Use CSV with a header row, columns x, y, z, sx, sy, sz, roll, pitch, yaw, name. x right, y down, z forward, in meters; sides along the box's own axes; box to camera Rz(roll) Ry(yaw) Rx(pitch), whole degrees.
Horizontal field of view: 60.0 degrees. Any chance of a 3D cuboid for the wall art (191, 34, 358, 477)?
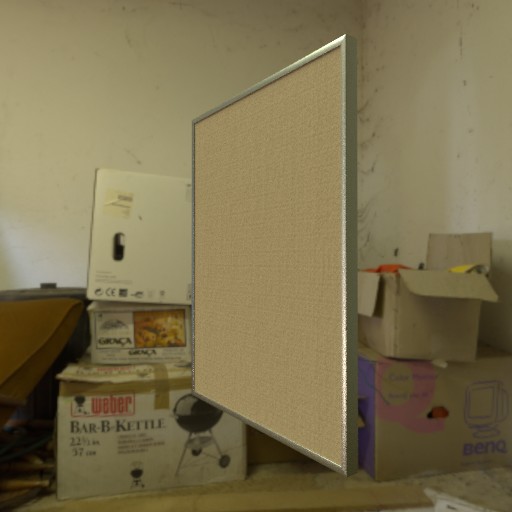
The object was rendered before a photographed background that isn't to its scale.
x,y,z,sx,sy,sz,roll,pitch,yaw,name
0.000,0.000,1.401,0.041,1.062,0.803,0,-1,-35,wall art
